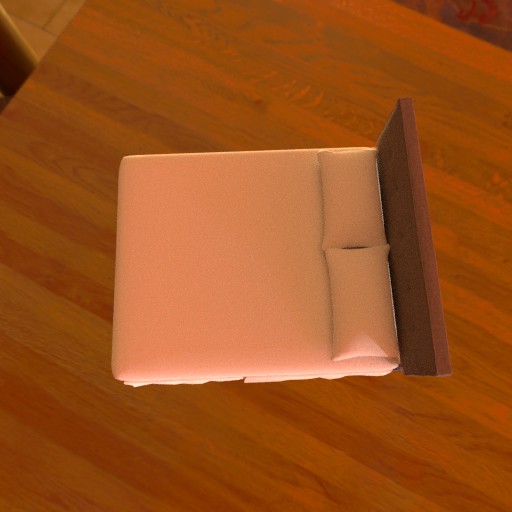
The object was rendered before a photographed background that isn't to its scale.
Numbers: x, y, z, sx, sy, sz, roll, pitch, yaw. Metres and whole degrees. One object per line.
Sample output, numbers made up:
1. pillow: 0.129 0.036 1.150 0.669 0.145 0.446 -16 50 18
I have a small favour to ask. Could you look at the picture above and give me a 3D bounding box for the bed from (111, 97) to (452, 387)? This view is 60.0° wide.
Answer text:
1. bed: 0.000 0.000 2.889 1.894 1.089 1.610 -2 76 -1
